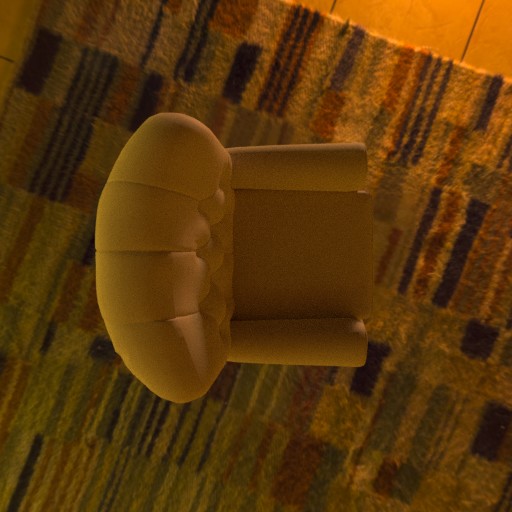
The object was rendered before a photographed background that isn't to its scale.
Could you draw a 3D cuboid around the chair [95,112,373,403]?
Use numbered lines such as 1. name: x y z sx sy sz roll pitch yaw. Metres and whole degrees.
1. chair: 0.000 0.000 2.037 1.132 1.169 1.035 0 90 0
